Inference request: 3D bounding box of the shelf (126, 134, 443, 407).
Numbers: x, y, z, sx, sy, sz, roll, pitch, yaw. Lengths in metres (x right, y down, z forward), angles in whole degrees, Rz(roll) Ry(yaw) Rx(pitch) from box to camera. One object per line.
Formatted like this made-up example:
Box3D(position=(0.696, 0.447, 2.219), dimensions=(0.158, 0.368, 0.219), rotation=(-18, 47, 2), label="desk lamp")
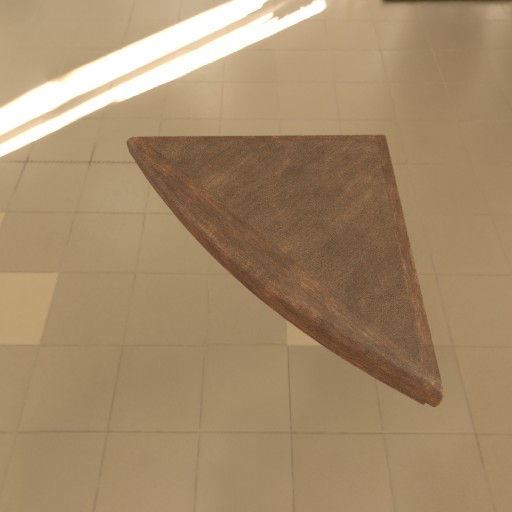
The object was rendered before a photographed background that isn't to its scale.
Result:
Box3D(position=(0.000, 0.000, 0.463), dimensions=(0.310, 0.050, 0.310), rotation=(0, 57, 0), label="shelf")
